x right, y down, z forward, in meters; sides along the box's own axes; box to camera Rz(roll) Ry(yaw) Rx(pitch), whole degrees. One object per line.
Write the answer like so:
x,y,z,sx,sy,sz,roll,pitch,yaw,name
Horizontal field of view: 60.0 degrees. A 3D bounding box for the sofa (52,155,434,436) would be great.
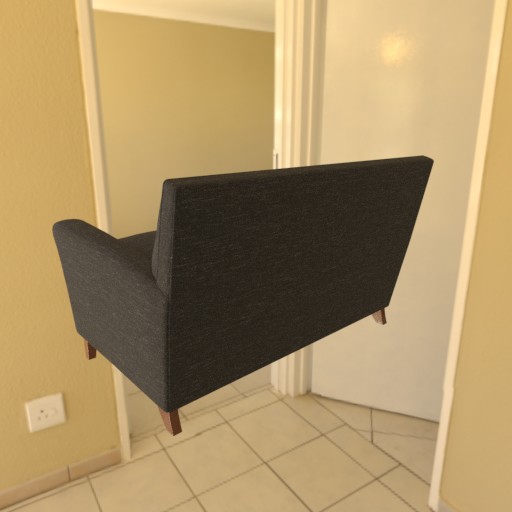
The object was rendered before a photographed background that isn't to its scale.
0.000,0.000,1.953,1.420,0.846,0.875,-15,22,-40,sofa
